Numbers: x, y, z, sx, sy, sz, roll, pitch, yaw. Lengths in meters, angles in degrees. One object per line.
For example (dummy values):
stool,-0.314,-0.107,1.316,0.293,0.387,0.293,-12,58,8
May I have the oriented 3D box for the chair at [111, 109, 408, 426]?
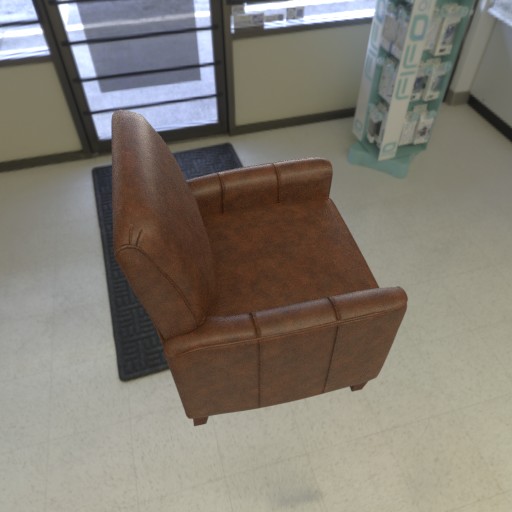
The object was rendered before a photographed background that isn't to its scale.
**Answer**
chair,0.000,0.000,1.646,0.850,1.010,0.839,-10,48,-9
